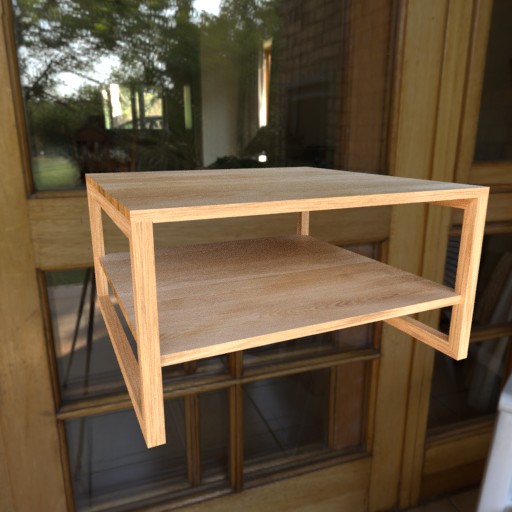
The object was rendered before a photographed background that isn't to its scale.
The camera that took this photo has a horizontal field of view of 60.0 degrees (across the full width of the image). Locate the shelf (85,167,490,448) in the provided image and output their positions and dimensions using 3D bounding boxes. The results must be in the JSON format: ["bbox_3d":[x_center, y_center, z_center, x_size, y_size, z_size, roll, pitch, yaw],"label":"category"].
[{"bbox_3d":[0.000,0.000,1.403,0.899,0.480,0.899,-7,16,-24],"label":"shelf"}]
